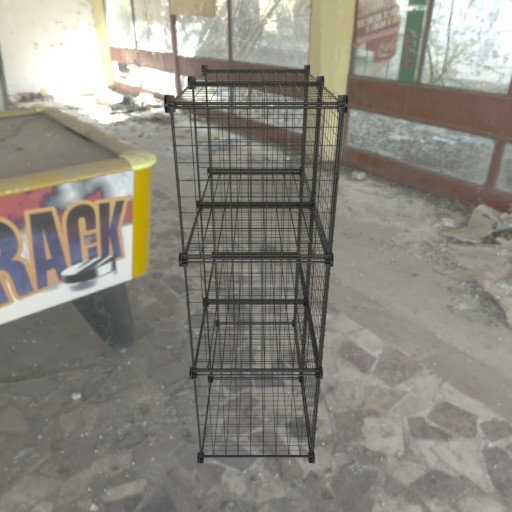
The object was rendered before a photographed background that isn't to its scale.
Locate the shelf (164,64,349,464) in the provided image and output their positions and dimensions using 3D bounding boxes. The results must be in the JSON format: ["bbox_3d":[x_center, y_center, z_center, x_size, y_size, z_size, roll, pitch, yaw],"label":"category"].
[{"bbox_3d":[0.000,0.000,1.409,0.356,1.067,0.711,0,28,0],"label":"shelf"}]
